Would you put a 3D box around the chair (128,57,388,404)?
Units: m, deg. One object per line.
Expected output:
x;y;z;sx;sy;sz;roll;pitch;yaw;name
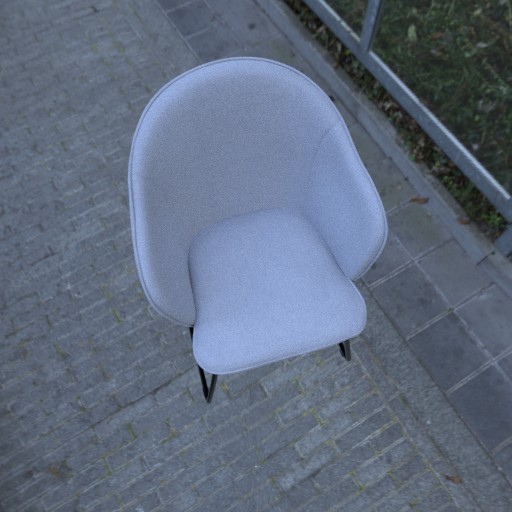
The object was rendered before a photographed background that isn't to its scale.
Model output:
0.000;0.000;1.212;0.570;0.817;0.592;-15;66;-7;chair
